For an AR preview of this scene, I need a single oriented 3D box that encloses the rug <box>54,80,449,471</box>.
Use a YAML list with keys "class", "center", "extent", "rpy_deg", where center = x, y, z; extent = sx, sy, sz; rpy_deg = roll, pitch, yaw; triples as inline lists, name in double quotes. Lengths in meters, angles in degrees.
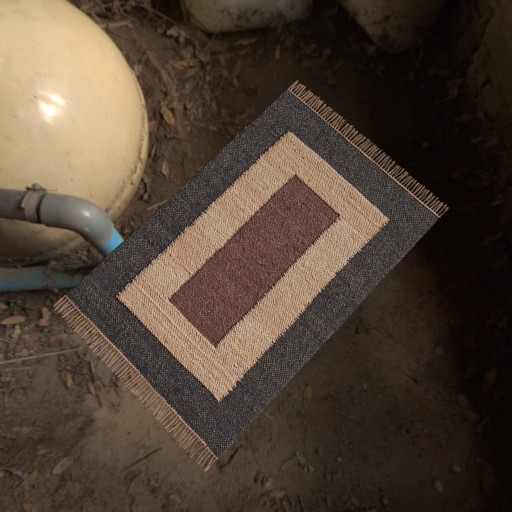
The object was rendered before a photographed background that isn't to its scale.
- class: "rug"
  center: [0.000, 0.000, 2.540]
  extent: [1.224, 0.027, 2.021]
  rpy_deg: [43, 80, 9]
